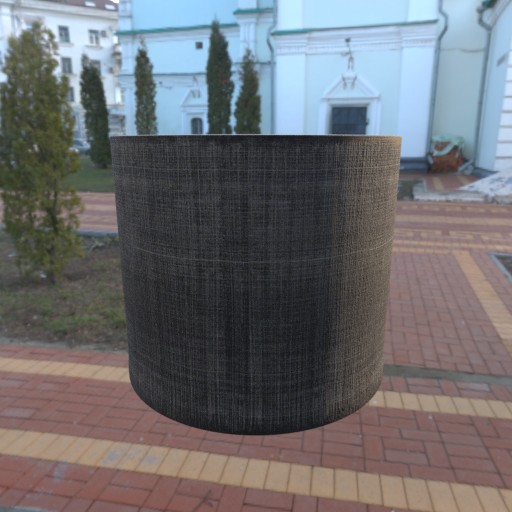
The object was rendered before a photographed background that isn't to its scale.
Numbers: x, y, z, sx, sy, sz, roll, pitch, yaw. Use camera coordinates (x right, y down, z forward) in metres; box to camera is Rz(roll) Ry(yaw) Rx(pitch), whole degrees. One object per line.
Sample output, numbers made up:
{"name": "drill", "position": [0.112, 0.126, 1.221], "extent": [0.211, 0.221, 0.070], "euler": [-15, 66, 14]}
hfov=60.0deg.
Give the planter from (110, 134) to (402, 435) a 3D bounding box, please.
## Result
{"name": "planter", "position": [0.000, 0.000, 0.303], "extent": [0.178, 0.157, 0.178], "euler": [0, 14, 0]}
